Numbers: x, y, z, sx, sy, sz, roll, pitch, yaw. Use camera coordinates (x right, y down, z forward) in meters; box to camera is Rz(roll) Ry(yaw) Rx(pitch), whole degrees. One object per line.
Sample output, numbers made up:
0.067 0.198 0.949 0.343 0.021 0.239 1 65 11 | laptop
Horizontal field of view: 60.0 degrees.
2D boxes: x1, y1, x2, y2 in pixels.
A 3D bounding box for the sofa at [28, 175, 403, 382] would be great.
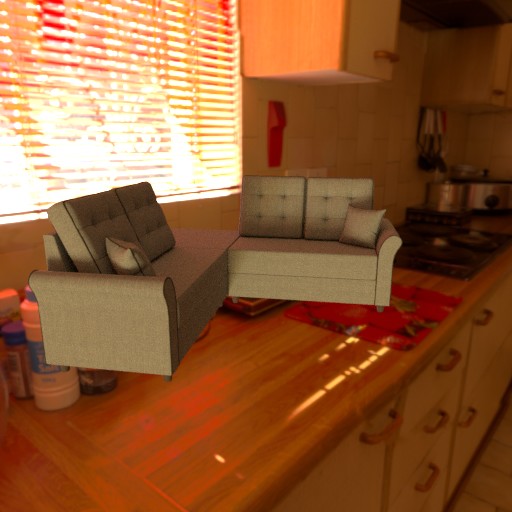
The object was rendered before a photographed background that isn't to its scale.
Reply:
0.000 0.000 3.157 2.070 0.988 2.068 3 15 10 | sofa
